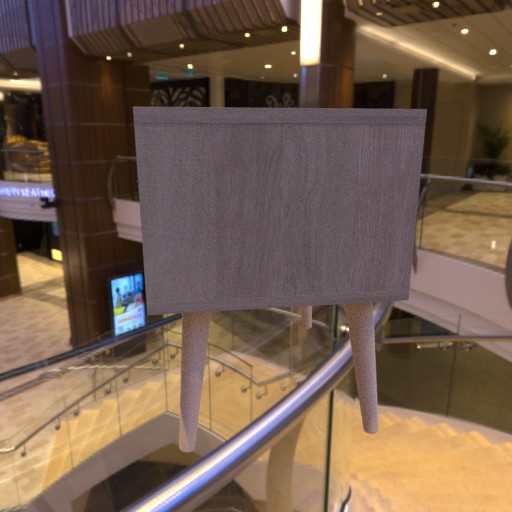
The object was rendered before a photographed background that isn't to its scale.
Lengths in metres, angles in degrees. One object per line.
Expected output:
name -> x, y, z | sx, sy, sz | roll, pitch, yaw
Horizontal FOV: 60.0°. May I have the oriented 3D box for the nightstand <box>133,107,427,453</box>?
nightstand -> 0.000, 0.000, 0.827 | 0.380, 0.500, 0.450 | -2, 15, -8
